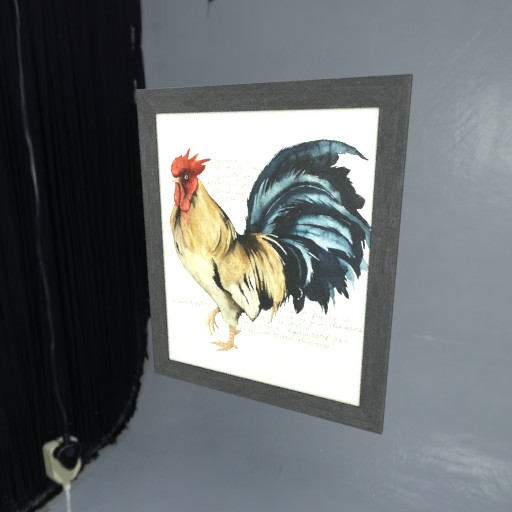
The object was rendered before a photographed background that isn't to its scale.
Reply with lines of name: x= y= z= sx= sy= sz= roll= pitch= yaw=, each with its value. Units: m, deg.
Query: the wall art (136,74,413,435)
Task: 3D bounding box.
wall art: x=0.000 y=0.000 z=0.780 sx=0.476 sy=0.570 sz=0.013 roll=7 pitch=16 yaw=24
